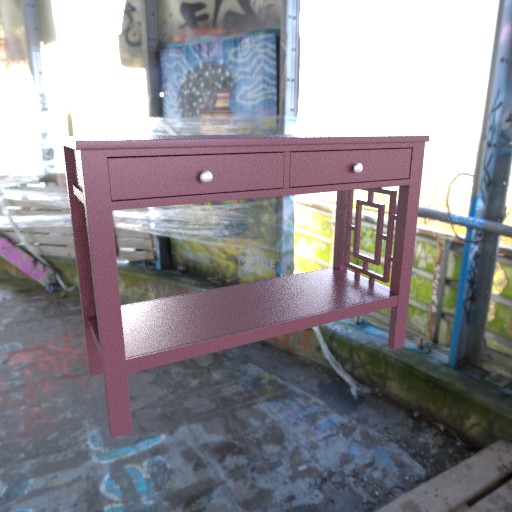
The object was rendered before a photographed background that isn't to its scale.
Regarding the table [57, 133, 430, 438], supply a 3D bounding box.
[{"bbox_3d":[0.000,0.000,1.441,1.068,0.753,0.397,-9,19,-27],"label":"table"}]
